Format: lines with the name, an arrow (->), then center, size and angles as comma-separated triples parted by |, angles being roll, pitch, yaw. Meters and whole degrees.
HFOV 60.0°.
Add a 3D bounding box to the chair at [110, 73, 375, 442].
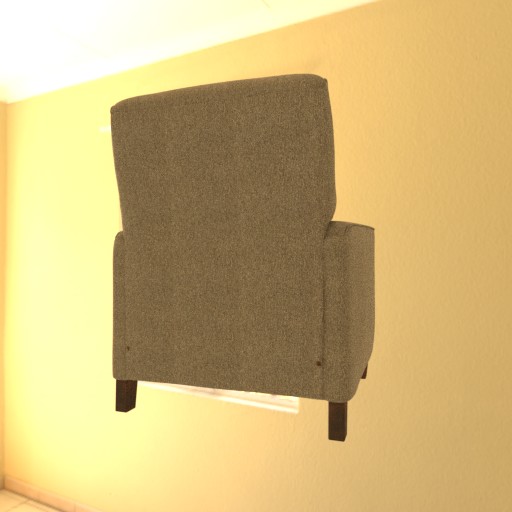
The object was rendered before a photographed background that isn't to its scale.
chair -> 0.000, 0.000, 1.662 | 0.841, 1.028, 0.858 | 0, 0, 19
